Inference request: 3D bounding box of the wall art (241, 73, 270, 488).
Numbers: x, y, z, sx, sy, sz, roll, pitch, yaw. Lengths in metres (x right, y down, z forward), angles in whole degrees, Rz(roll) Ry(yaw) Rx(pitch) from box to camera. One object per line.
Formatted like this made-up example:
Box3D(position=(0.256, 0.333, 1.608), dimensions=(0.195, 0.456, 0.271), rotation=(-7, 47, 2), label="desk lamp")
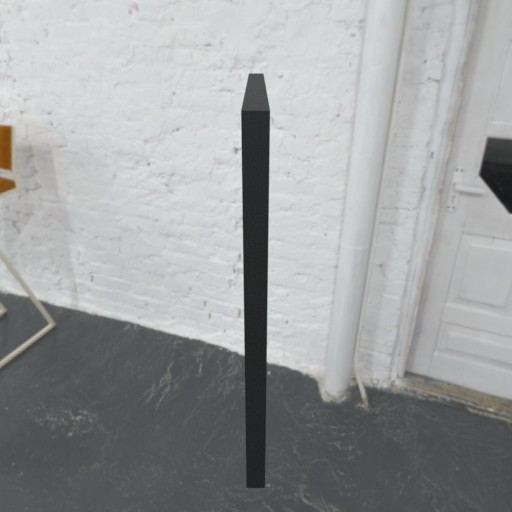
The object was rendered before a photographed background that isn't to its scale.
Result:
Box3D(position=(0.000, 0.000, 0.529), dimensions=(0.019, 0.381, 0.330), rotation=(0, 26, 0), label="wall art")
